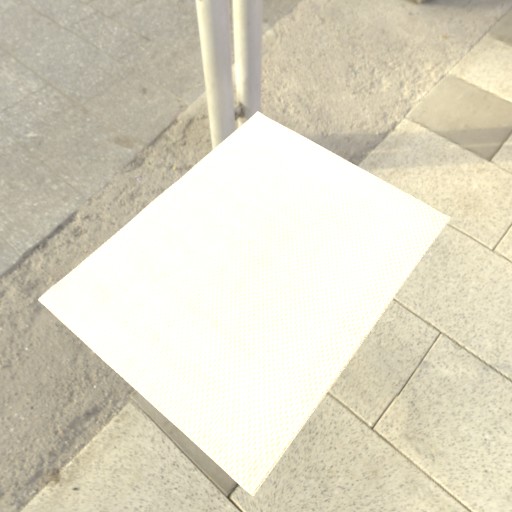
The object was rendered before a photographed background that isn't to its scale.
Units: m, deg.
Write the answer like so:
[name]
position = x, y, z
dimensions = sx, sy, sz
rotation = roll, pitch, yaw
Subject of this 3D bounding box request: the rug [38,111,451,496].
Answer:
[rug]
position = 0.000, 0.000, 3.848
dimensions = 2.277, 0.035, 2.897
rotation = 34, 65, 19
